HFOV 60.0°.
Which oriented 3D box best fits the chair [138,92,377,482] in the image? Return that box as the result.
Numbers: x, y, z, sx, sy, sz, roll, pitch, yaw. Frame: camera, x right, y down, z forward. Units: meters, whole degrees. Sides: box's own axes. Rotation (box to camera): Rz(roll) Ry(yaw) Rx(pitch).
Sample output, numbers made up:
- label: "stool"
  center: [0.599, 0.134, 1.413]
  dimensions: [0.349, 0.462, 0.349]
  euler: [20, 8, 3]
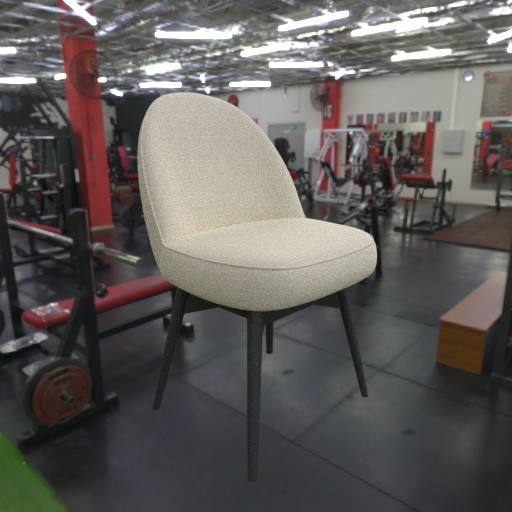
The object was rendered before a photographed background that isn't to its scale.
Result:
- label: "chair"
  center: [0.000, 0.000, 1.158]
  dimensions: [0.540, 0.838, 0.532]
  euler: [14, 20, 43]
